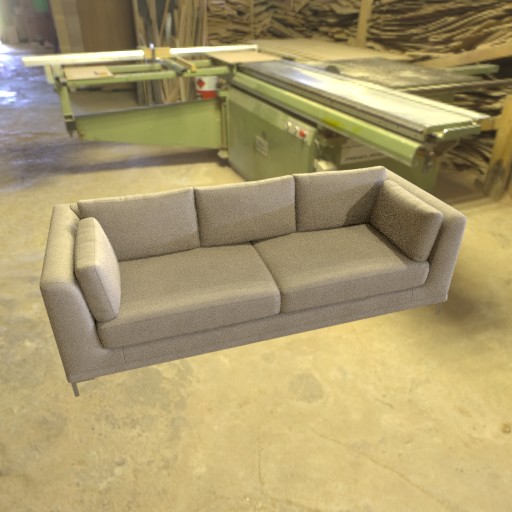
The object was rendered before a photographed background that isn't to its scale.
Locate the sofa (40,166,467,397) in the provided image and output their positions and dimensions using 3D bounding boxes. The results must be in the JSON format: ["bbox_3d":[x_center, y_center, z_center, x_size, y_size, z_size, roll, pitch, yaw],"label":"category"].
[{"bbox_3d":[0.000,0.000,2.906,2.415,0.867,0.969,-9,32,-15],"label":"sofa"}]
